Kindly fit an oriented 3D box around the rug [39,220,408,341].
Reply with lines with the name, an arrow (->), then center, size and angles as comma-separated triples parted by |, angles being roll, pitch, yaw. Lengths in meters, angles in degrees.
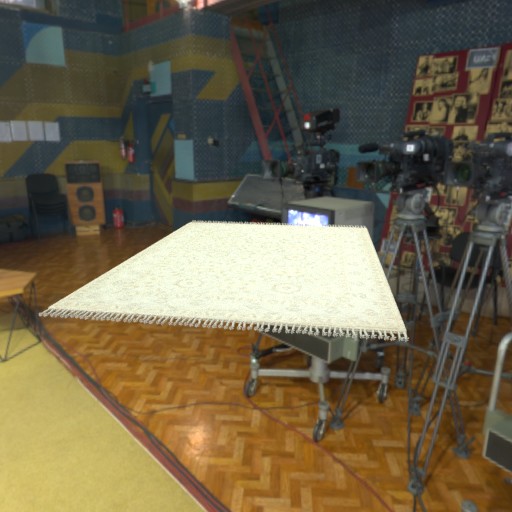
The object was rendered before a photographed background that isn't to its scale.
rug -> 0.000, 0.000, 2.263 | 1.223, 0.015, 1.771 | 2, 15, 9
